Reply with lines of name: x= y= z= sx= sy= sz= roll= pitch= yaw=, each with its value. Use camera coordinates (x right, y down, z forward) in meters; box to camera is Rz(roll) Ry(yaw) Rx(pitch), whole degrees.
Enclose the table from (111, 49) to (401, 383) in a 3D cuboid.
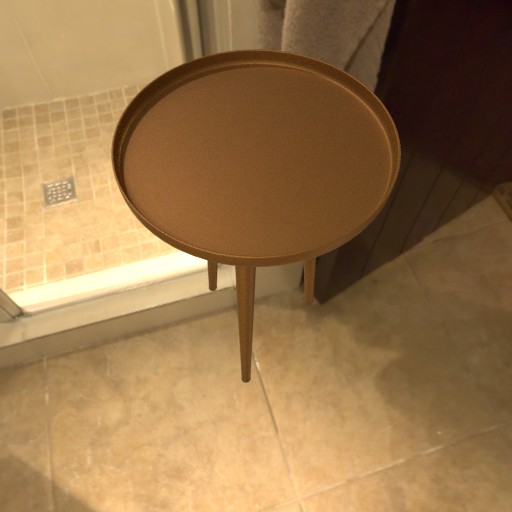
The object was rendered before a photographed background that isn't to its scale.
table: x=0.000 y=0.000 z=0.668 sx=0.299 sy=0.480 sz=0.299 roll=32 pitch=64 yaw=18
